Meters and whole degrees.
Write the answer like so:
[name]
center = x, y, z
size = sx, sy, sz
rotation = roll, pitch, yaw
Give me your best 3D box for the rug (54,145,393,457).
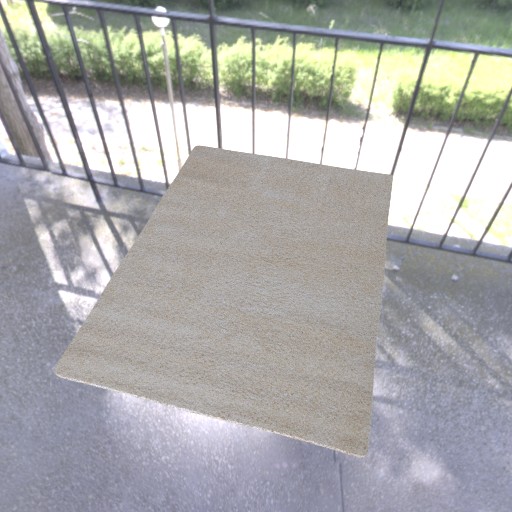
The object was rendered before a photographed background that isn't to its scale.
[rug]
center = 0.000, 0.000, 2.119
size = 1.199, 0.025, 1.600
rotation = 11, 48, 10
